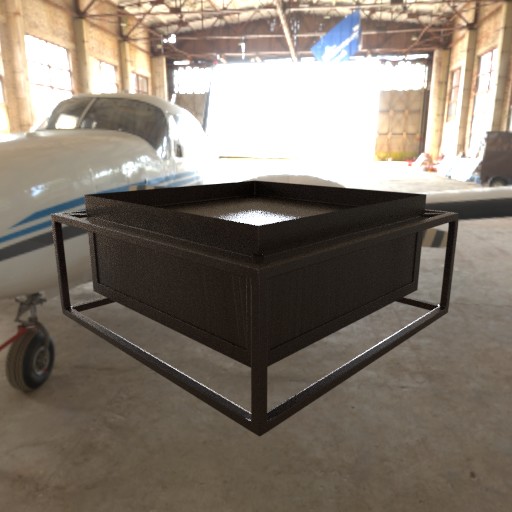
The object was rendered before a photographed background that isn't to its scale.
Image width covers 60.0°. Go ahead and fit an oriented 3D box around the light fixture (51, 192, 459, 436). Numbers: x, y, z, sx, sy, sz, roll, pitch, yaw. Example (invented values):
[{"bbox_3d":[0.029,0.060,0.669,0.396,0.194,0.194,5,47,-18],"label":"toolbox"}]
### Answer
[{"bbox_3d":[0.000,0.000,0.692,0.441,0.191,0.441,14,20,43],"label":"light fixture"}]
